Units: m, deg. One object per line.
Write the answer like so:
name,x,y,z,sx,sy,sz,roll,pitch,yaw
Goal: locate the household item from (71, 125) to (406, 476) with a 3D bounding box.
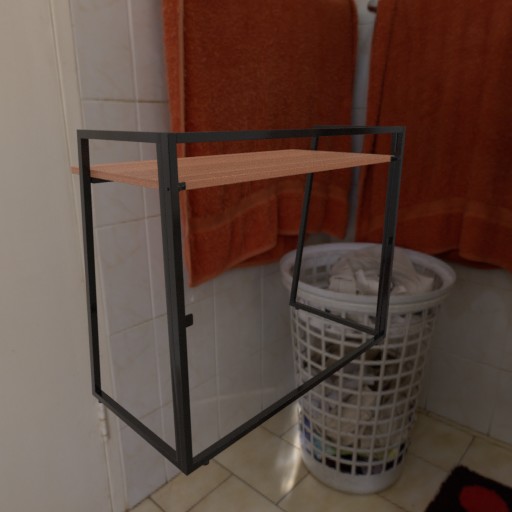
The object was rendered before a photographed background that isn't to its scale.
household item,0.000,0.000,1.542,0.510,0.860,1.050,16,23,41
